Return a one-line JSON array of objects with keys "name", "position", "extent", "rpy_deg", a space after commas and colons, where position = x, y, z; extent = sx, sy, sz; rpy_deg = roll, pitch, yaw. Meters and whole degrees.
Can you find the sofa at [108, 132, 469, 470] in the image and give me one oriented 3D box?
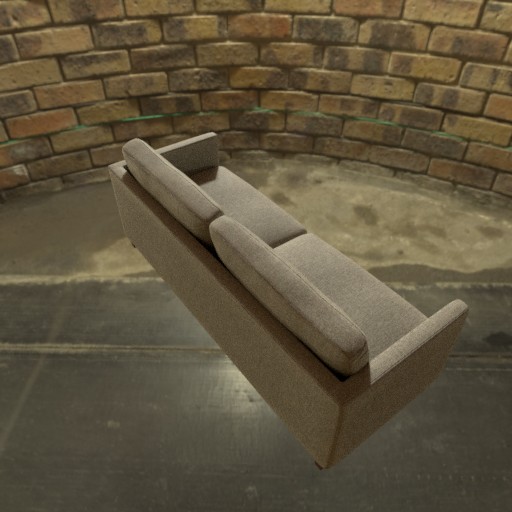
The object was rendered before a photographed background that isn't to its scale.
[{"name": "sofa", "position": [0.000, 0.000, 2.907], "extent": [0.948, 0.951, 2.434], "rpy_deg": [-27, 48, -27]}]
